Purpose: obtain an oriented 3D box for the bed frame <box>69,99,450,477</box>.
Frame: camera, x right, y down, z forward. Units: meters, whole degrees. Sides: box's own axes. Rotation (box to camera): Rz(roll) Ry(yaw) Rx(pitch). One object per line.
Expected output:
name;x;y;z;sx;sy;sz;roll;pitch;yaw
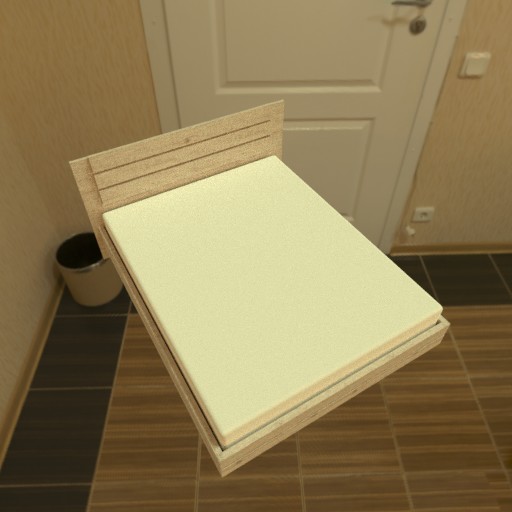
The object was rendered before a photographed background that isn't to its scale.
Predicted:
bed frame;0.000;0.000;3.067;1.750;0.970;2.080;-23;50;-21
